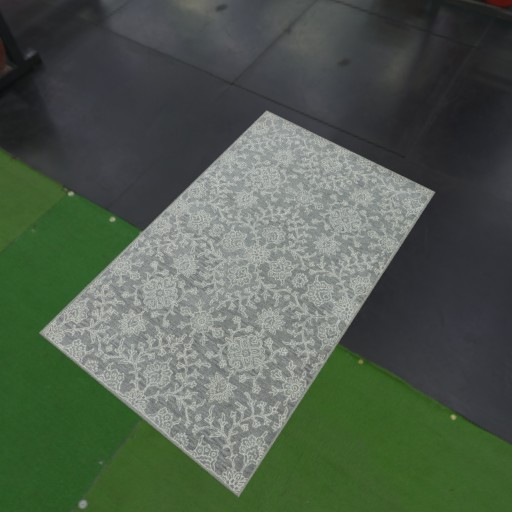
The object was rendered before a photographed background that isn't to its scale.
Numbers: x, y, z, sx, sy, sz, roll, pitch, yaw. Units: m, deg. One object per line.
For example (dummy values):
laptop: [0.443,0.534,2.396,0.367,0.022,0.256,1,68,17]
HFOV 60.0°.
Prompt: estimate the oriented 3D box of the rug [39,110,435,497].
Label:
rug: [0.000,0.000,2.986,1.515,0.010,2.430,31,64,18]
